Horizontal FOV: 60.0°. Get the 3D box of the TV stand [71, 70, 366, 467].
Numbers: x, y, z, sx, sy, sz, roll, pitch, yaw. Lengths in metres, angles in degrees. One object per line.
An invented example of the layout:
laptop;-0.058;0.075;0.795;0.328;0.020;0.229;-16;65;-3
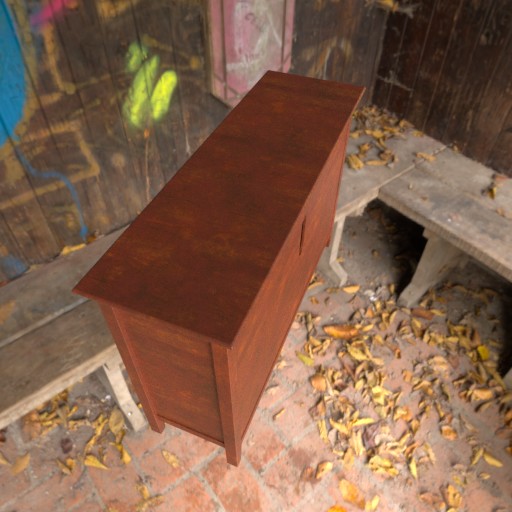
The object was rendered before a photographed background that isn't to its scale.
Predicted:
TV stand;0.000;0.000;1.820;0.445;0.915;1.372;16;49;15
